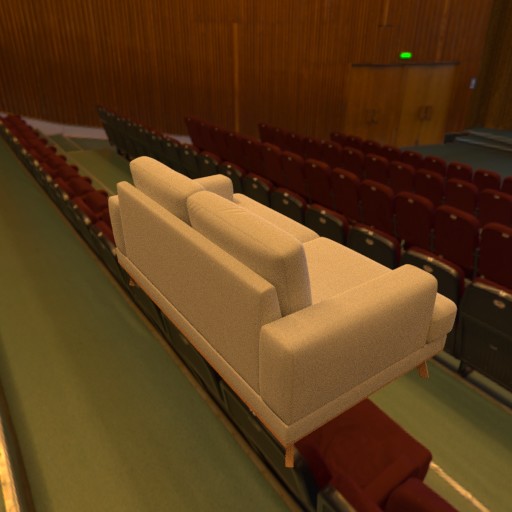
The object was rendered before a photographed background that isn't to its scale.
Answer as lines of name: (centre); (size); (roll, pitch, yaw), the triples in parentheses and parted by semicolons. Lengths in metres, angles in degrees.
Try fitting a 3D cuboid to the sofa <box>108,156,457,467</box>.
sofa: (0.000, 0.000, 2.171); (0.915, 0.810, 1.651); (-18, 33, -31)
